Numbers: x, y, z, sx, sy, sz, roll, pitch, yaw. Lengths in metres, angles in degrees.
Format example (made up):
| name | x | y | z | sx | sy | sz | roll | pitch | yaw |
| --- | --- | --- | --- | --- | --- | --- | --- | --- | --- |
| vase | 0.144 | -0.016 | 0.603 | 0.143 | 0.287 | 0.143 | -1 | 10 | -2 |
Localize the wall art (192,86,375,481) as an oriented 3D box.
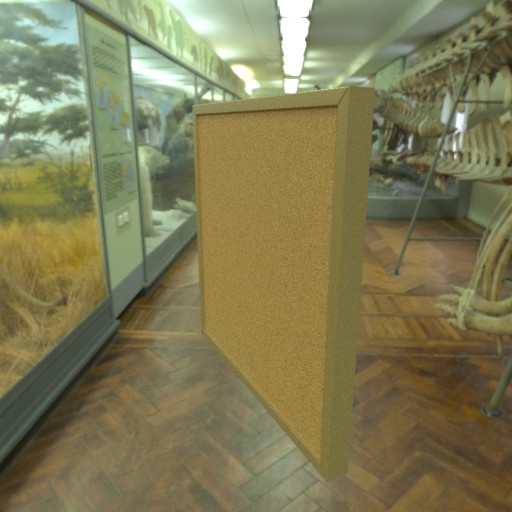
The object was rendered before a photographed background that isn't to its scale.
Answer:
| name | x | y | z | sx | sy | sz | roll | pitch | yaw |
| --- | --- | --- | --- | --- | --- | --- | --- | --- | --- |
| wall art | 0.000 | 0.000 | 0.762 | 0.036 | 0.509 | 0.509 | -8 | 18 | -25 |
